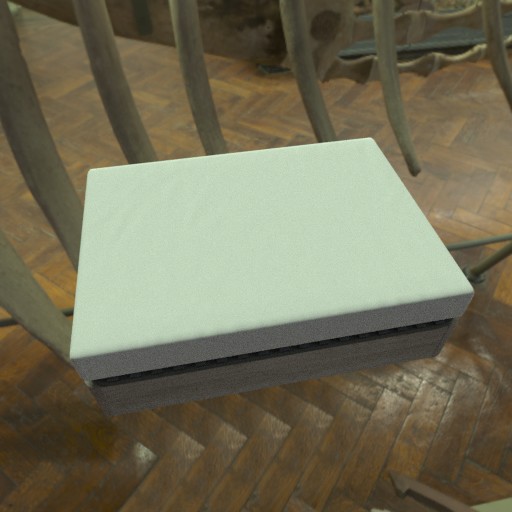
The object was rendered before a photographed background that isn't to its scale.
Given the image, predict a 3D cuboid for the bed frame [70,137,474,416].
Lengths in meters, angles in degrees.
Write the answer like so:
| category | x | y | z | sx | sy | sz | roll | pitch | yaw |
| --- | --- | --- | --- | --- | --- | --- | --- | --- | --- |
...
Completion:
| category | x | y | z | sx | sy | sz | roll | pitch | yaw |
| --- | --- | --- | --- | --- | --- | --- | --- | --- | --- |
| bed frame | 0.000 | 0.000 | 2.638 | 1.900 | 0.561 | 1.400 | -8 | 48 | -7 |
